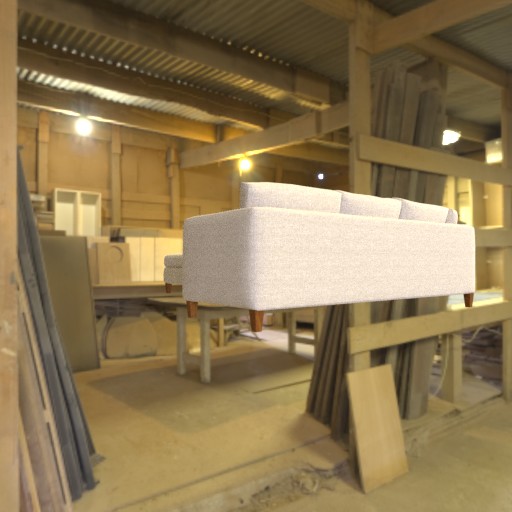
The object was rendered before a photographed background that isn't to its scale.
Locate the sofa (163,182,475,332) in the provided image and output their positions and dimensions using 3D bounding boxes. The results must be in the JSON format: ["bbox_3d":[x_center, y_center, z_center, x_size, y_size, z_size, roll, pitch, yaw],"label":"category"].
[{"bbox_3d":[0.000,0.000,4.743,2.594,0.961,3.460,1,-1,-36],"label":"sofa"}]
